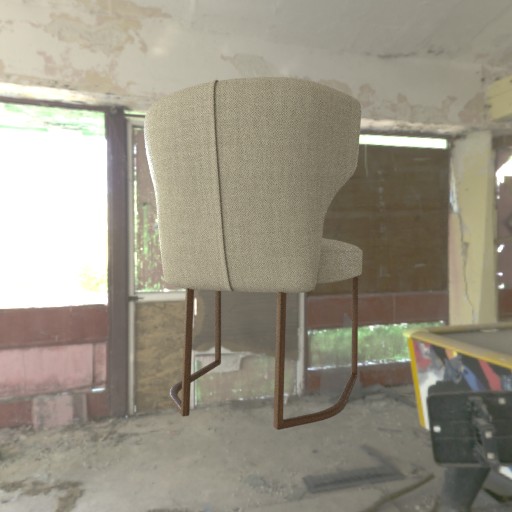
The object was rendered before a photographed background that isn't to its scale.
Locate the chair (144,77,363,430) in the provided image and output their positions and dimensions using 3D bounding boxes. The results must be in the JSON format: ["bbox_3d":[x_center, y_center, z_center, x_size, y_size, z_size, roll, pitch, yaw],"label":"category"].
[{"bbox_3d":[0.000,0.000,1.288,0.611,0.824,0.617,0,1,19],"label":"chair"}]
